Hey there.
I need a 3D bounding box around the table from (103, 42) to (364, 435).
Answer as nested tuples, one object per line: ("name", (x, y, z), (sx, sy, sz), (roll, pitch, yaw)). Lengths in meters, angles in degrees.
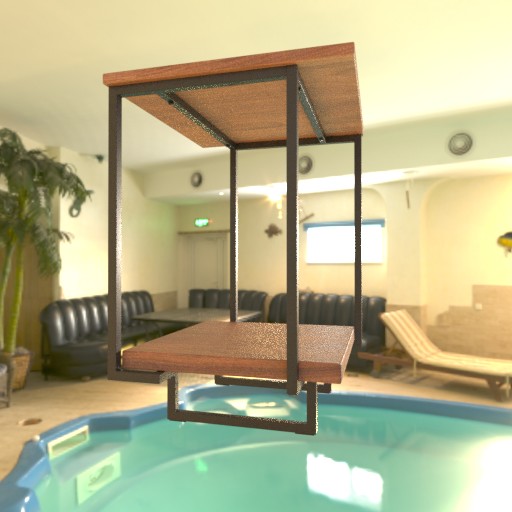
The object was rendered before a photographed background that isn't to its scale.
("table", (0.000, 0.000, 0.836), (0.384, 0.567, 0.411), (0, -1, 15))
